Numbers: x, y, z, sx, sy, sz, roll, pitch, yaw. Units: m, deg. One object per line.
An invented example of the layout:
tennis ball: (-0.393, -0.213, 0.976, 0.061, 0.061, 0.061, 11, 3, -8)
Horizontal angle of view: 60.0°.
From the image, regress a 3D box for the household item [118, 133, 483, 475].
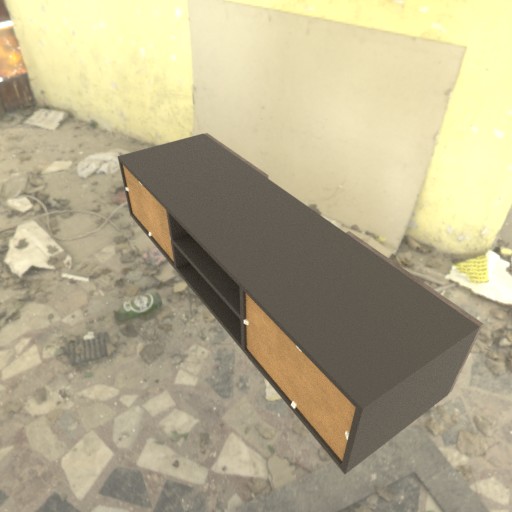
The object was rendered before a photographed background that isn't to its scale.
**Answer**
household item: (0.000, 0.000, 1.557, 0.420, 0.310, 1.400, -23, 44, -26)
